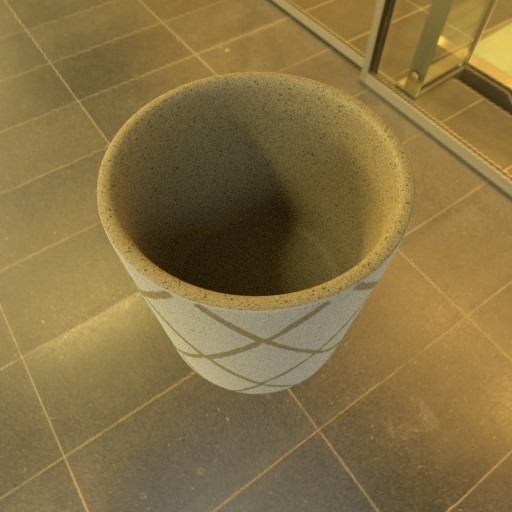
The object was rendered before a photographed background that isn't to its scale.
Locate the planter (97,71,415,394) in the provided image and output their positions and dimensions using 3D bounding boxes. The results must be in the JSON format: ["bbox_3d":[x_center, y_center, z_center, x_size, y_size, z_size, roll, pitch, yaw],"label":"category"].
[{"bbox_3d":[0.000,0.000,0.352,0.191,0.199,0.191,0,58,0],"label":"planter"}]
